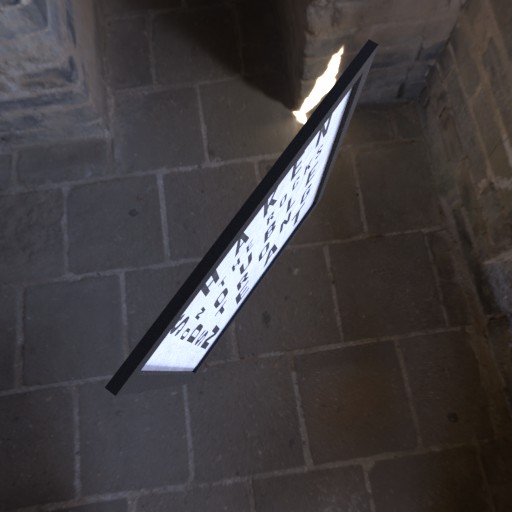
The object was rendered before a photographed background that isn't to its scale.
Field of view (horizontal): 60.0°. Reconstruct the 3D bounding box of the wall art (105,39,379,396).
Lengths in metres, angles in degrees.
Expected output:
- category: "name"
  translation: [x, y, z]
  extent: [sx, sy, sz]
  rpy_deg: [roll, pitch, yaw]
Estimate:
- category: "wall art"
  translation: [0.000, 0.000, 0.667]
  extent: [0.013, 0.458, 0.456]
  rpy_deg: [34, 78, 8]
